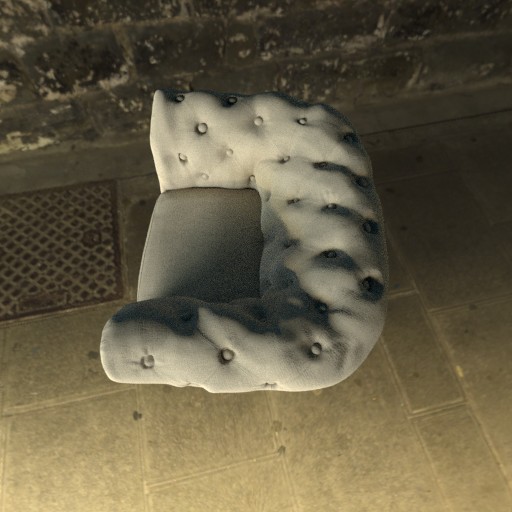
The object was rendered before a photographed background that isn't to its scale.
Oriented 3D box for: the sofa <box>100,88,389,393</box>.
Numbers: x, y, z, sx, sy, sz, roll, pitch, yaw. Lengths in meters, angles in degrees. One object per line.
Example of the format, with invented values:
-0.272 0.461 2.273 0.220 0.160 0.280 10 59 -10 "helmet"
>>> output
0.000 0.000 2.054 1.034 0.878 1.405 1 59 1 "sofa"
